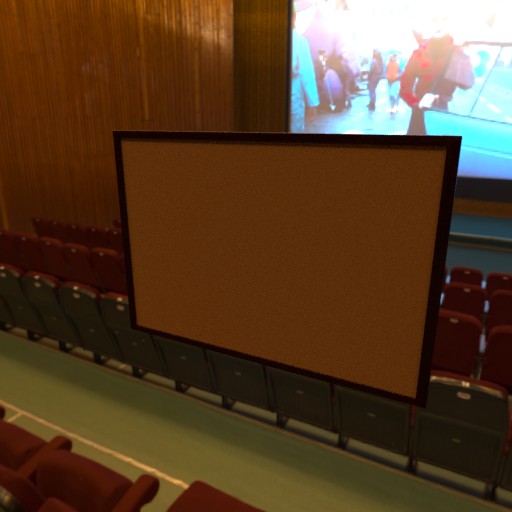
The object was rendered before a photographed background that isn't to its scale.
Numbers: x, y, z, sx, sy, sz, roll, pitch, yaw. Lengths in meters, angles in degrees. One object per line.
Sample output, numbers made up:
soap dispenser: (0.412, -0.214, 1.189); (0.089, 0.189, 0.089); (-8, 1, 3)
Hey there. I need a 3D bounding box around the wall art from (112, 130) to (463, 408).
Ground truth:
wall art: (0.000, 0.000, 1.040); (0.816, 0.559, 0.014); (9, 19, 26)
